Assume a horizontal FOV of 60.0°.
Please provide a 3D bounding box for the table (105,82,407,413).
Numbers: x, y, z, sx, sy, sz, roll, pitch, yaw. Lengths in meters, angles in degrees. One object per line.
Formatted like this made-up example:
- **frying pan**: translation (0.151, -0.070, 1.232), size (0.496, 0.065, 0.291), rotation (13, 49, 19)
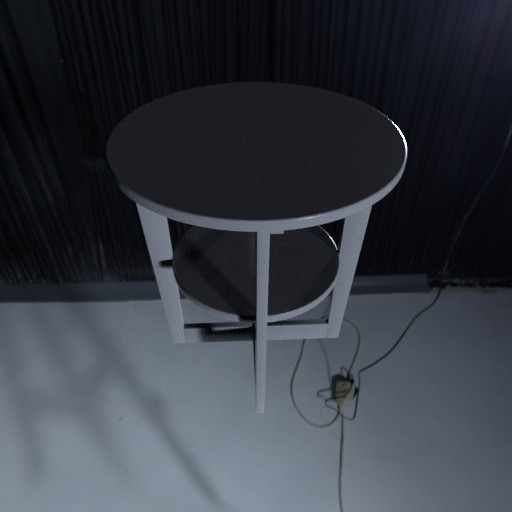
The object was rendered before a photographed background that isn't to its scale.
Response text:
- **table**: translation (0.000, 0.000, 0.935), size (0.500, 0.550, 0.500), rotation (0, 41, 0)
